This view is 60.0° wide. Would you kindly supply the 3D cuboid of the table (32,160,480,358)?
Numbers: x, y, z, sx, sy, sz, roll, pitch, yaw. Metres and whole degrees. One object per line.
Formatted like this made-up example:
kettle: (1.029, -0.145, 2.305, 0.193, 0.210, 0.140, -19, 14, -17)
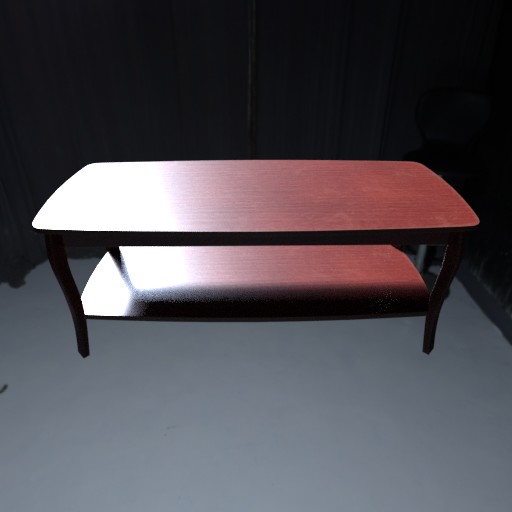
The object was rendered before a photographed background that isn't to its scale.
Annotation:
table: (0.000, 0.000, 1.478, 1.216, 0.473, 0.561, 0, 31, -1)
